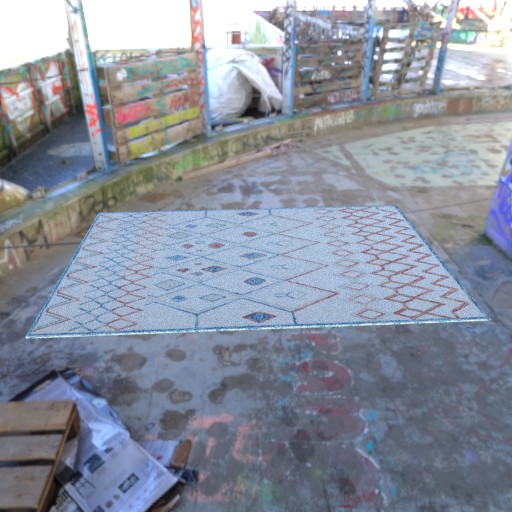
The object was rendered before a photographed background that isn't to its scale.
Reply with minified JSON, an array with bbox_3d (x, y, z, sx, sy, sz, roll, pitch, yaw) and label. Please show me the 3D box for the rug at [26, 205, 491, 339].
[{"bbox_3d":[0.000,0.000,2.971,2.438,0.015,1.524,-2,30,-3],"label":"rug"}]
